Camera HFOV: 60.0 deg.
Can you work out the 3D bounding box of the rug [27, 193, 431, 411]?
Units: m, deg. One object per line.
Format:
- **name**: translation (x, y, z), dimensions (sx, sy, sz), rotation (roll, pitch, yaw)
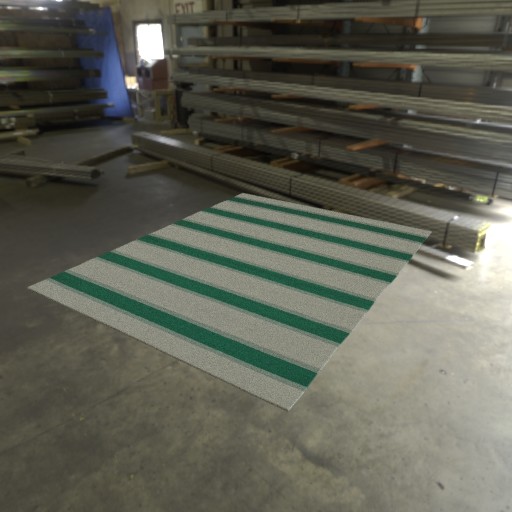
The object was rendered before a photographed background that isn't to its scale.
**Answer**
- **rug**: translation (0.000, 0.000, 4.120), dimensions (2.434, 0.019, 3.041), rotation (16, 30, 30)
